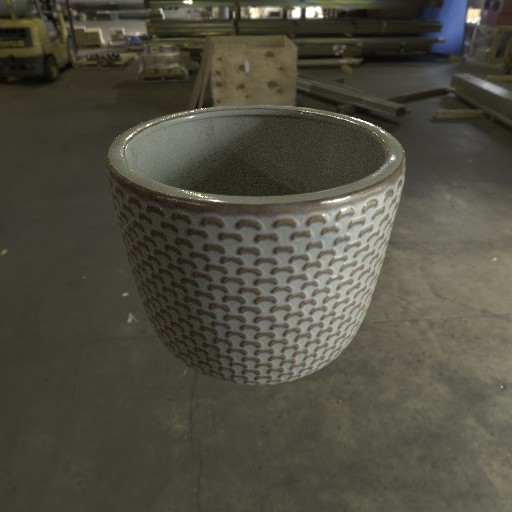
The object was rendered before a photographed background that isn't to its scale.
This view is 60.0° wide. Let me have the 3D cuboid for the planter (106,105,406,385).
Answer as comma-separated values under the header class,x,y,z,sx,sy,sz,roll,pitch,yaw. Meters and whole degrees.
class,x,y,z,sx,sy,sz,roll,pitch,yaw
planter,0.000,0.000,0.245,0.139,0.130,0.139,0,33,0
